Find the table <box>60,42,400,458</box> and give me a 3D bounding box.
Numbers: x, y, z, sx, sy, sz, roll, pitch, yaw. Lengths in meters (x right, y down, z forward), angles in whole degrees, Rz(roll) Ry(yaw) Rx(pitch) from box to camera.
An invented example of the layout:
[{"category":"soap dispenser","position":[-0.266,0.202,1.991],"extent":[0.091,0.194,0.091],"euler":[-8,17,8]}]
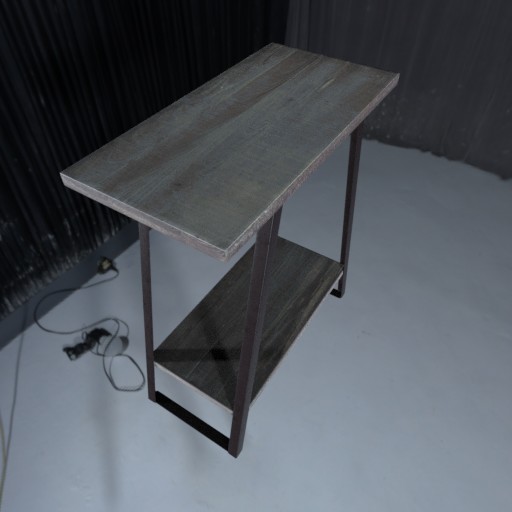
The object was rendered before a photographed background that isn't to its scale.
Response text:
[{"category":"table","position":[0.000,0.000,1.020],"extent":[0.300,0.701,0.599],"euler":[25,51,22]}]
